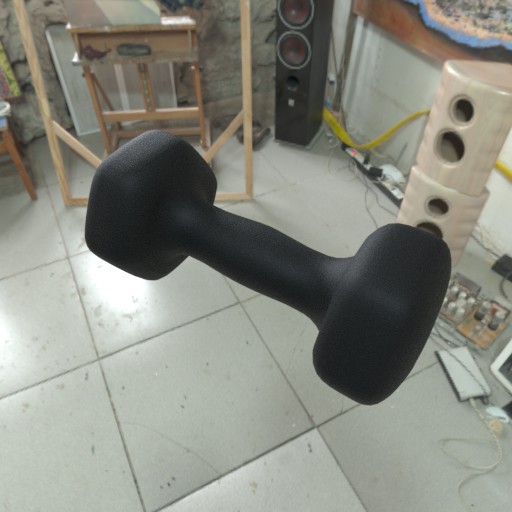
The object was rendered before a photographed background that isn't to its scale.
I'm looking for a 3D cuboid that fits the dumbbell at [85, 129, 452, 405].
[{"bbox_3d":[0.000,0.000,0.292,0.231,0.101,0.112,26,52,22],"label":"dumbbell"}]
